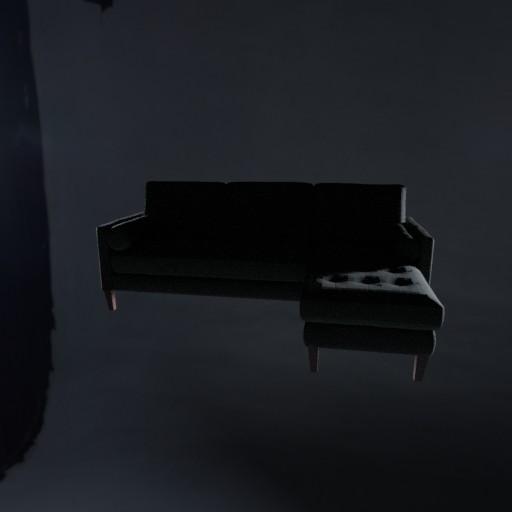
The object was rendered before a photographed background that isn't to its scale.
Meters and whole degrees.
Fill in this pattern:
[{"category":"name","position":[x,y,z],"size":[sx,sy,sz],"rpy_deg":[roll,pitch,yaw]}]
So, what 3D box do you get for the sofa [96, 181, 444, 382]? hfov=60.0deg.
[{"category":"sofa","position":[0.000,0.000,2.903],"size":[2.178,0.876,1.506],"rpy_deg":[2,14,10]}]
